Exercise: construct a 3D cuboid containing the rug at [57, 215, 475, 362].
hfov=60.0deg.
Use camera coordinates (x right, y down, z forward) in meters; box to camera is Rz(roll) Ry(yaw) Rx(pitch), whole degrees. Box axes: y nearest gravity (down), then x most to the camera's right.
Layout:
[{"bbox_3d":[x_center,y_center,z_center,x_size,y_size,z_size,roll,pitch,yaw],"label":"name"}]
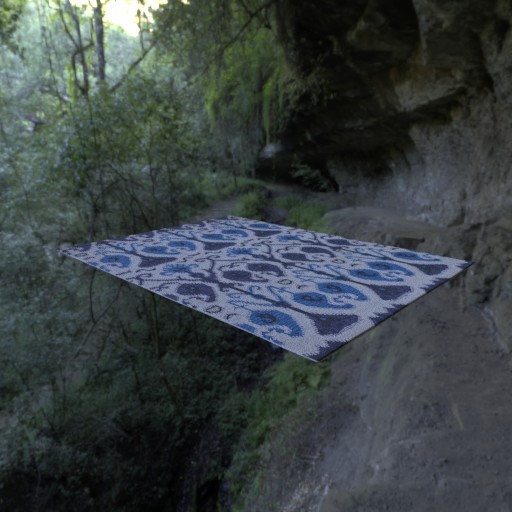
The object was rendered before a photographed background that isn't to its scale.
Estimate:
[{"bbox_3d":[0.000,0.000,4.255,3.228,0.024,2.443,15,22,41],"label":"rug"}]
